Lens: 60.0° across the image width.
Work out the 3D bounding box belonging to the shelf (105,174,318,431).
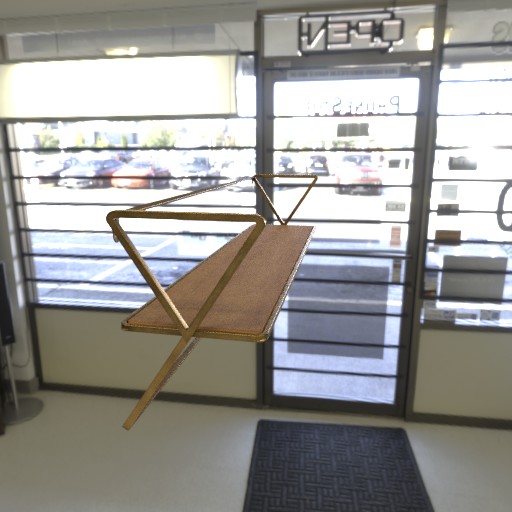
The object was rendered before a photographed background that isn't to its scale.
[{"bbox_3d":[0.000,0.000,0.724,0.150,0.229,0.645,3,14,11],"label":"shelf"}]
